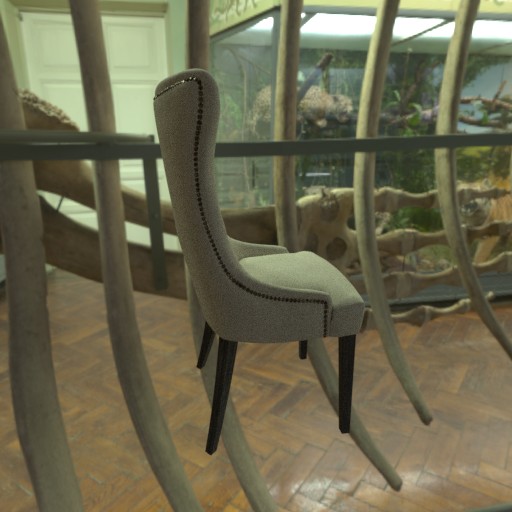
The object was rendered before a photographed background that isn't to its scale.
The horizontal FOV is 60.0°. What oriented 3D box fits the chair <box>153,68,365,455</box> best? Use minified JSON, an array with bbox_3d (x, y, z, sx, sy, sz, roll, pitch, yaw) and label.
[{"bbox_3d":[0.000,0.000,1.437,0.590,1.065,0.584,-3,17,-10],"label":"chair"}]
